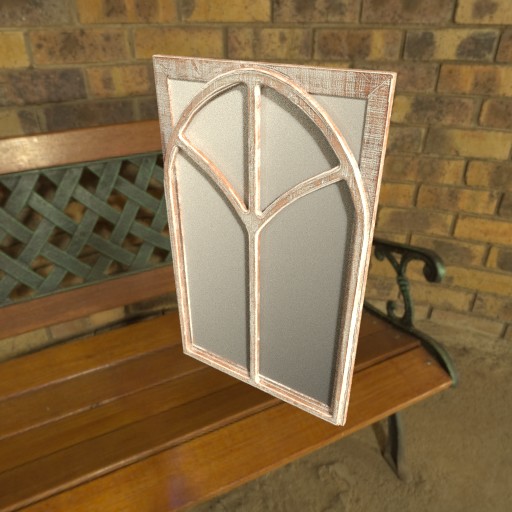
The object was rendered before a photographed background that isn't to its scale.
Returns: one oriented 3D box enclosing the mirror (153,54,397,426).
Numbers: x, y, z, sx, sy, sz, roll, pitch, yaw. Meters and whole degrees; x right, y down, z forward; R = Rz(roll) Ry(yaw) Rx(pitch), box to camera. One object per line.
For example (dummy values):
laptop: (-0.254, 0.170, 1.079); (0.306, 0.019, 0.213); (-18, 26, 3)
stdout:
mirror: (0.000, 0.000, 0.979); (0.495, 0.787, 0.058); (17, 34, 28)
